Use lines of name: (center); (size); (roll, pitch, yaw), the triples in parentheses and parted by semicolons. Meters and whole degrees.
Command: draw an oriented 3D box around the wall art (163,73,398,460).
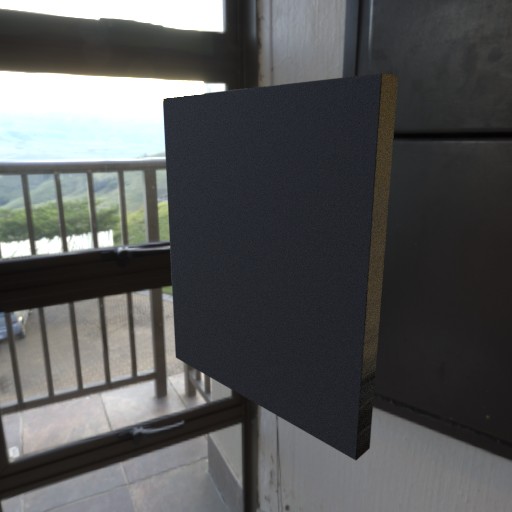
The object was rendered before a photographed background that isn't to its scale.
wall art: (0.000, 0.000, 0.722); (0.435, 0.511, 0.037); (14, 20, 43)
